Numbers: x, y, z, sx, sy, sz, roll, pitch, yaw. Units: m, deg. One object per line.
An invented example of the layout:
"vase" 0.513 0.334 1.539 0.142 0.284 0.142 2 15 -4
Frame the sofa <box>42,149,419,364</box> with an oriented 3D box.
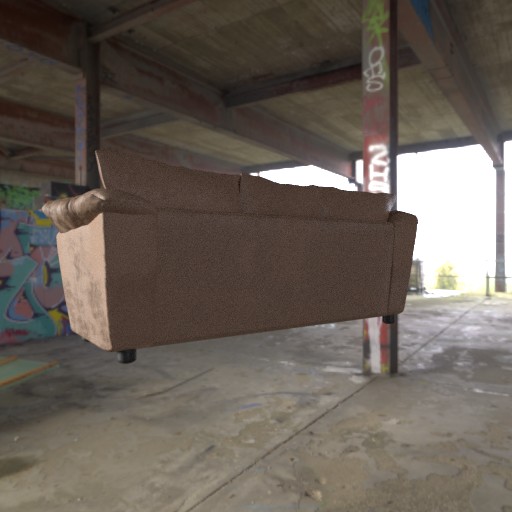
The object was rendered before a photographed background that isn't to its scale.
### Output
"sofa" 0.000 0.000 2.839 2.377 0.981 0.893 0 1 -36
